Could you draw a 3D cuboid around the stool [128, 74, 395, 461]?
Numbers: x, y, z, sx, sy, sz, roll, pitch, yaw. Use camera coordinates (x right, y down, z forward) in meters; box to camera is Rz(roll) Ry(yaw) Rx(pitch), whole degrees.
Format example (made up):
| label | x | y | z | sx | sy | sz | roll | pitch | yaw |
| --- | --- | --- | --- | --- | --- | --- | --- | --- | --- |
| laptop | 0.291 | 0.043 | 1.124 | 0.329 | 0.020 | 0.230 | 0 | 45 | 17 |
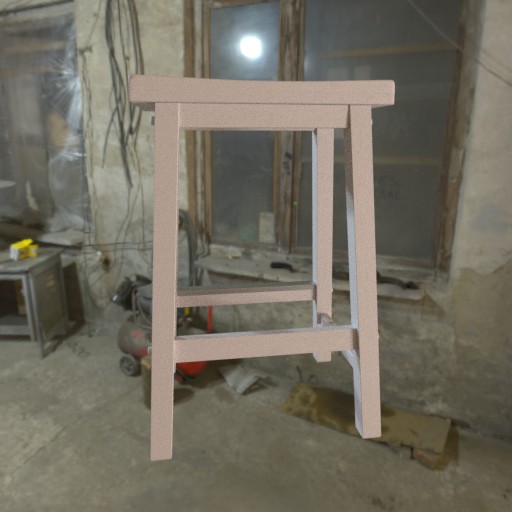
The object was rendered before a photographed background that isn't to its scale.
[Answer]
| label | x | y | z | sx | sy | sz | roll | pitch | yaw |
| --- | --- | --- | --- | --- | --- | --- | --- | --- | --- |
| stool | 0.000 | 0.000 | 0.845 | 0.406 | 0.610 | 0.322 | -2 | 15 | -9 |
